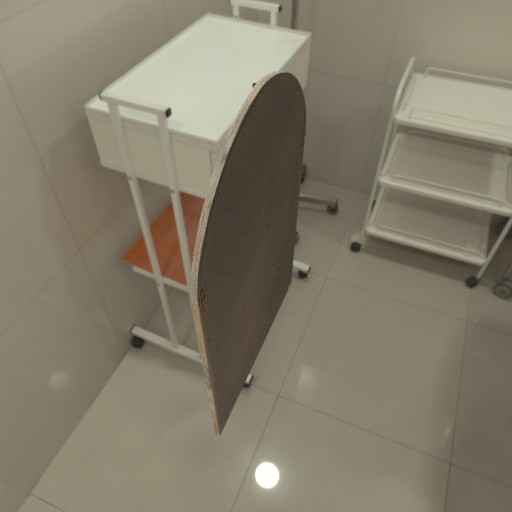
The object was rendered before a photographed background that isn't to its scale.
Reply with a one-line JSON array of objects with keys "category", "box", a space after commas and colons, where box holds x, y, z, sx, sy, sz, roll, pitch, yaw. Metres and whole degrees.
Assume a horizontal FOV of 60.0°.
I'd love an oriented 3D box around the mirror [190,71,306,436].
[{"category": "mirror", "box": [0.000, 0.000, 1.130, 0.032, 0.915, 0.609, 17, 50, 15]}]
